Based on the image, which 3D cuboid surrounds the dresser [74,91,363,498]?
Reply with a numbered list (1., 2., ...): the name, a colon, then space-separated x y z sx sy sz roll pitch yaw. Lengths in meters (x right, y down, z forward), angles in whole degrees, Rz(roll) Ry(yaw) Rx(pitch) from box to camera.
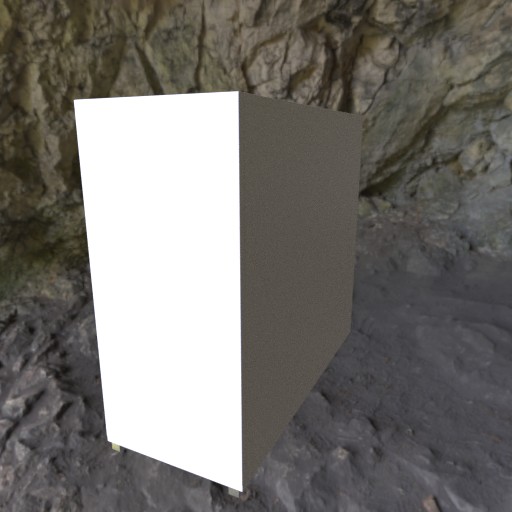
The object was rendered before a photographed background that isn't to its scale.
1. dresser: 0.000 0.000 1.596 0.460 1.000 1.100 7 16 25
